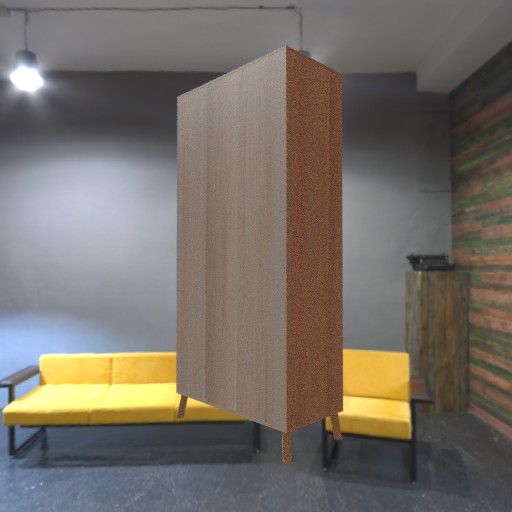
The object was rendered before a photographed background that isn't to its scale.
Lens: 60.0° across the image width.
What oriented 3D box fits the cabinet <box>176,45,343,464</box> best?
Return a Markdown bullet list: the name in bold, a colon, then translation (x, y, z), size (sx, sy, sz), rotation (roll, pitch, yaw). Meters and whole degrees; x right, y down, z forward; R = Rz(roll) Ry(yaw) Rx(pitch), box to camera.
- **cabinet**: translation (0.000, 0.000, 2.703), size (0.969, 1.957, 1.272), rotation (0, -1, 1)
